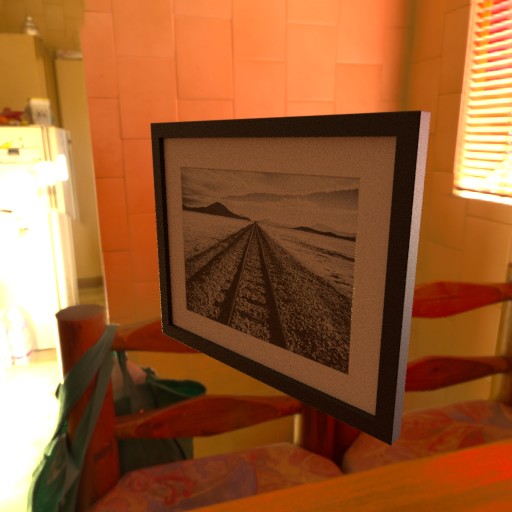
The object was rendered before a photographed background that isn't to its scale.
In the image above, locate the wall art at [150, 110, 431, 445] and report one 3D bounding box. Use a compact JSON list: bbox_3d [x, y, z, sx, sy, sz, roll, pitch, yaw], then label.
[{"bbox_3d":[0.000,0.000,0.773,0.559,0.458,0.029,13,20,42],"label":"wall art"}]
